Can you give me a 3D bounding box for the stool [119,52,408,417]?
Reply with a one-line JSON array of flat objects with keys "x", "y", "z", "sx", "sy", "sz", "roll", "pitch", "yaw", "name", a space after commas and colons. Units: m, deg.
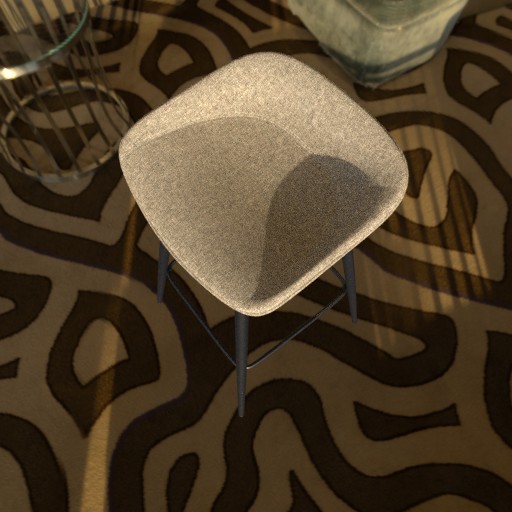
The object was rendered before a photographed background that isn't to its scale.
[{"x": 0.000, "y": 0.000, "z": 1.102, "sx": 0.480, "sy": 0.814, "sz": 0.469, "roll": -35, "pitch": 68, "yaw": -16, "name": "stool"}]
